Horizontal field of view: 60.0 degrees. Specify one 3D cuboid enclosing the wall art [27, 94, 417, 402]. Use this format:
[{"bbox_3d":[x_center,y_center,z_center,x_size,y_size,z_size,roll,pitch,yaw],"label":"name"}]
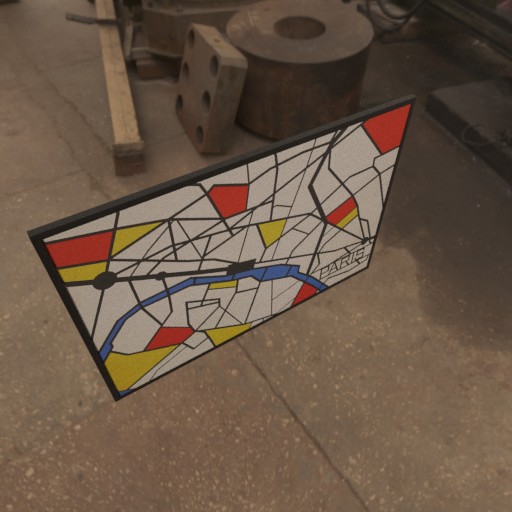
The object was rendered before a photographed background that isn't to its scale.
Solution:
[{"bbox_3d":[0.000,0.000,0.834,0.664,0.458,0.013,-25,52,-21],"label":"wall art"}]
